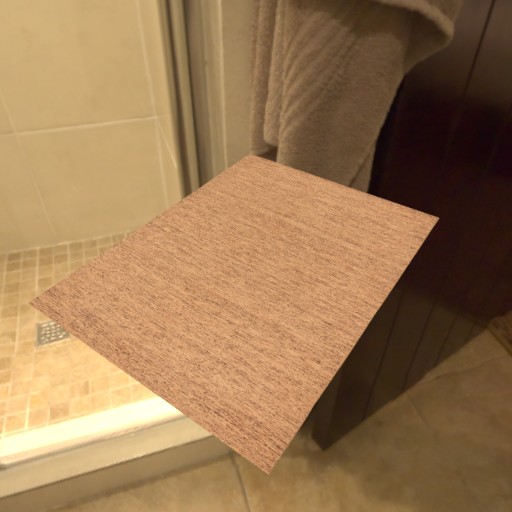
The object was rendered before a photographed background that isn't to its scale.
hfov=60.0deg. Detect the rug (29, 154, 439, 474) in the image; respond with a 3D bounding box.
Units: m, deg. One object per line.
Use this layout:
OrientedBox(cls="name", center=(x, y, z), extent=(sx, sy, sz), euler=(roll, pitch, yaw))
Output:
OrientedBox(cls="rug", center=(0.000, 0.000, 4.195), extent=(2.448, 0.013, 3.205), euler=(25, 47, 26))
